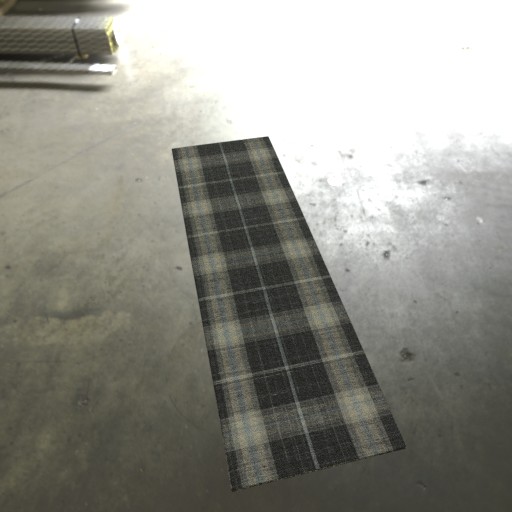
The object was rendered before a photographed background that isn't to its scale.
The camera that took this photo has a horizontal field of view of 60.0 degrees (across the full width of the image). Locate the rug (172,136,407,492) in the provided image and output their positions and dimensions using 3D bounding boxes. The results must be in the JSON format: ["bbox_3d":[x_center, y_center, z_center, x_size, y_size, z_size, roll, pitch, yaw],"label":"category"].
[{"bbox_3d":[0.000,0.000,2.620,0.760,0.012,2.434,-10,48,-9],"label":"rug"}]
